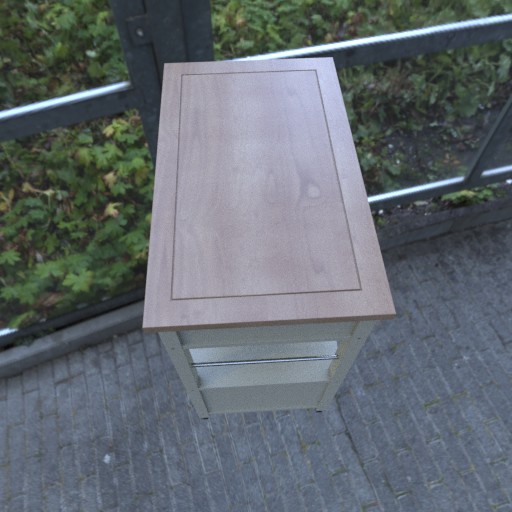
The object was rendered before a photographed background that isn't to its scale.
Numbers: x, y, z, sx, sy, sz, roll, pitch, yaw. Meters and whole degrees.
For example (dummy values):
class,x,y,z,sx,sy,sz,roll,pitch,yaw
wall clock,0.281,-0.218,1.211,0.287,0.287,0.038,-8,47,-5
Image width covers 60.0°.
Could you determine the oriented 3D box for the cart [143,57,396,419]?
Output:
class,x,y,z,sx,sy,sz,roll,pitch,yaw
cart,0.000,0.000,1.398,0.459,0.901,0.840,-3,58,-2
